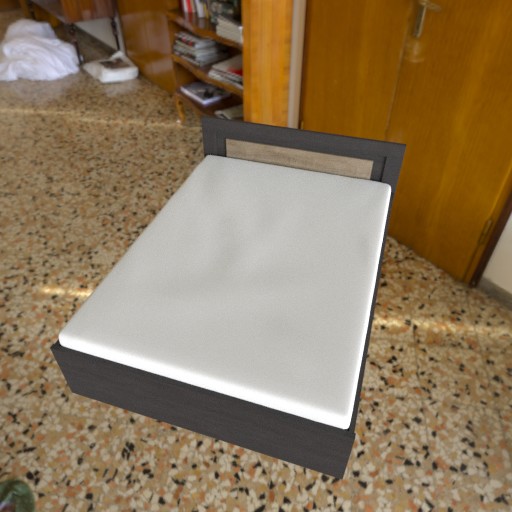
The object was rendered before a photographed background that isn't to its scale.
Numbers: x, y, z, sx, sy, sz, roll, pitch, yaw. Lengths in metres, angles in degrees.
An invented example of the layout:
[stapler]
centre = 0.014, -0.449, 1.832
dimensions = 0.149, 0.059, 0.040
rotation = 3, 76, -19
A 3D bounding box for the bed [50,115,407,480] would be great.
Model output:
[bed]
centre = 0.000, 0.000, 2.874
dimensions = 1.585, 0.823, 2.073
rotation = 12, 43, 13
